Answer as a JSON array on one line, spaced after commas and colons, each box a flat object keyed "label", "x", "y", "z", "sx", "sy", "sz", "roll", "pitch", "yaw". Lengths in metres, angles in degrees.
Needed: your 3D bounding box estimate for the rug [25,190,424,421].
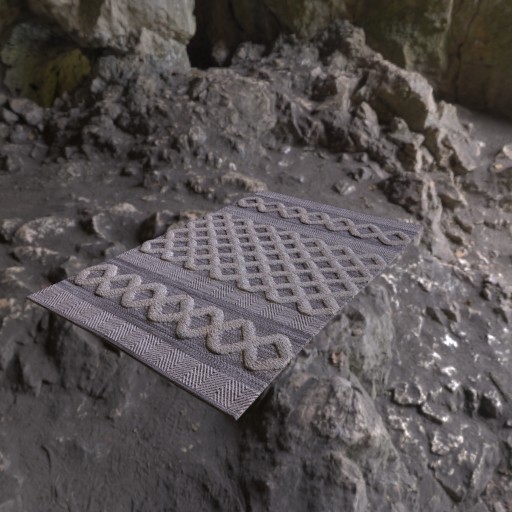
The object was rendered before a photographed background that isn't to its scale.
[{"label": "rug", "x": 0.000, "y": 0.000, "z": 2.932, "sx": 1.513, "sy": 0.033, "sz": 2.333, "roll": 18, "pitch": 32, "yaw": 31}]
